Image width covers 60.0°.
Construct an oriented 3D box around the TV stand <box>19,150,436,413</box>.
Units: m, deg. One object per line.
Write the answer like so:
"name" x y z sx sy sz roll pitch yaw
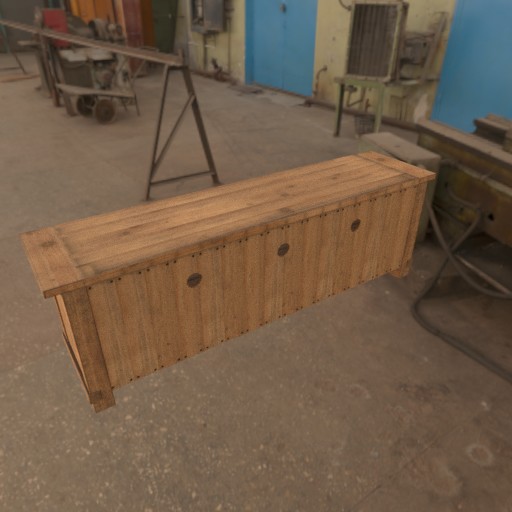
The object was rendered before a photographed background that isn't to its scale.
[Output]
"TV stand" 0.000 0.000 2.041 1.804 0.573 0.453 -19 36 -28
